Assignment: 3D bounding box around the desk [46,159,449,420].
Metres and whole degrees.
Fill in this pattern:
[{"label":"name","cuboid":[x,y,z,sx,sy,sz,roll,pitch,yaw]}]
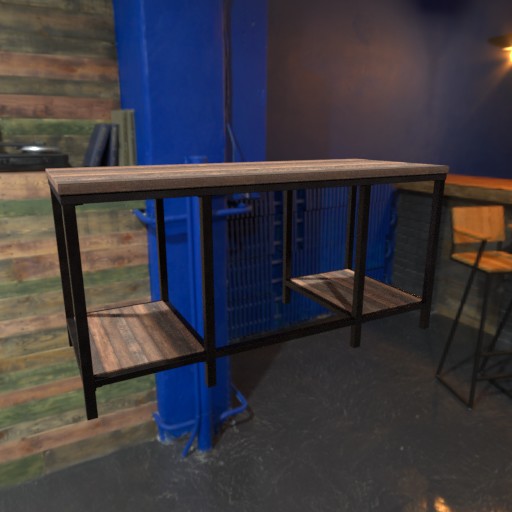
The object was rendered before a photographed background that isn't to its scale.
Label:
[{"label":"desk","cuboid":[0.000,0.000,1.914,1.538,0.753,0.617,-8,17,-26]}]
